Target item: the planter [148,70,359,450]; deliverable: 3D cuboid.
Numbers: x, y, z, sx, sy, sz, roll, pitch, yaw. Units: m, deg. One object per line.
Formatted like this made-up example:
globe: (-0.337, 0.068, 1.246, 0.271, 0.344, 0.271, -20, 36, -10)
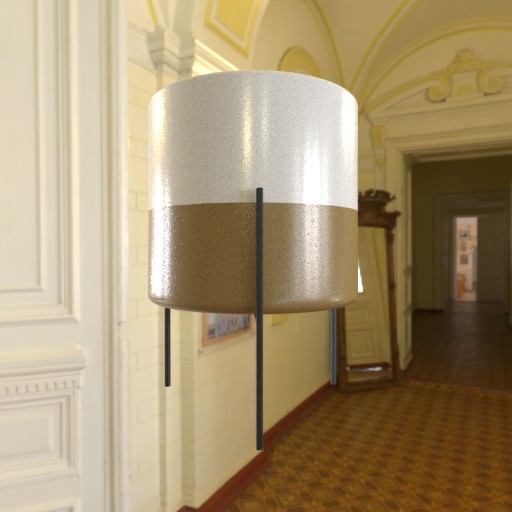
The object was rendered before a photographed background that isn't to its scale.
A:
planter: (0.000, 0.000, 0.654, 0.310, 0.432, 0.310, 0, 1, -18)
